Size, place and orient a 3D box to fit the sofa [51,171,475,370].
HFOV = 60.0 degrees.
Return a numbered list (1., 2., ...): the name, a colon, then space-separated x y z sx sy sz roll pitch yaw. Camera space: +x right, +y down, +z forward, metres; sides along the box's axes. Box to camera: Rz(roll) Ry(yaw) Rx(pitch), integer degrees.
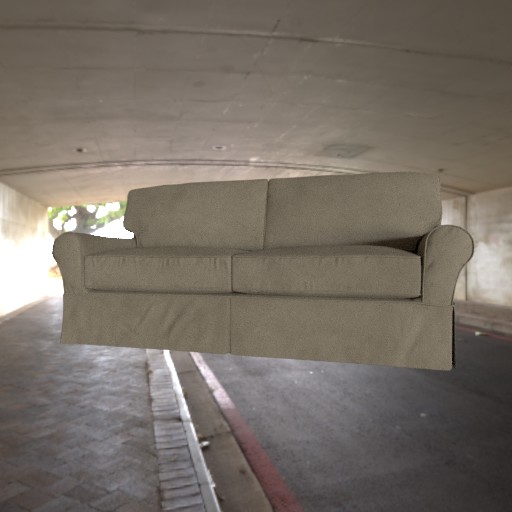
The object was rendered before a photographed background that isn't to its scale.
1. sofa: 0.000 0.000 2.645 2.246 1.014 0.900 0 0 17
